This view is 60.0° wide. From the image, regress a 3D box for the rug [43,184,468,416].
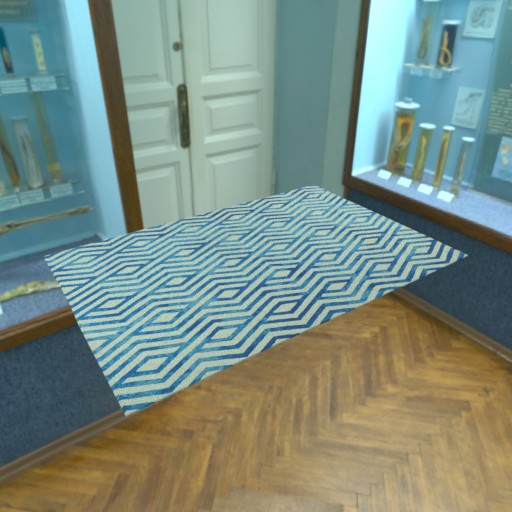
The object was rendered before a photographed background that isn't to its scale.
[{"bbox_3d":[0.000,0.000,2.296,1.830,0.008,1.225,-19,35,-29],"label":"rug"}]
